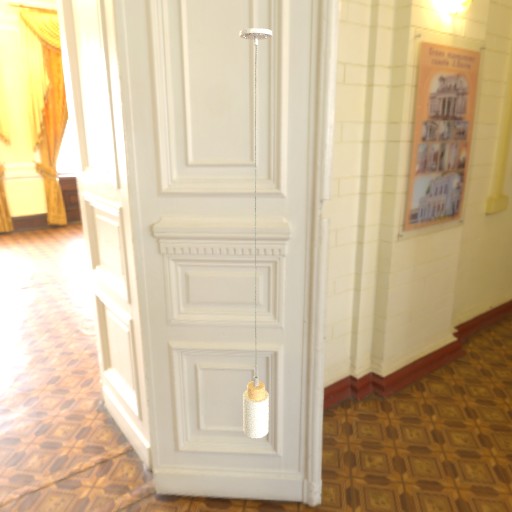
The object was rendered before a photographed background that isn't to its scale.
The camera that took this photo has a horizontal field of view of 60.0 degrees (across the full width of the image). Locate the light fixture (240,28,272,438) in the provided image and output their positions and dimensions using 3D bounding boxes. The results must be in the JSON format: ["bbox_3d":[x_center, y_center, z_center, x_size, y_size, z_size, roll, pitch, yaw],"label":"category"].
[{"bbox_3d":[0.000,0.000,1.956,0.125,1.798,0.125,2,16,8],"label":"light fixture"}]
